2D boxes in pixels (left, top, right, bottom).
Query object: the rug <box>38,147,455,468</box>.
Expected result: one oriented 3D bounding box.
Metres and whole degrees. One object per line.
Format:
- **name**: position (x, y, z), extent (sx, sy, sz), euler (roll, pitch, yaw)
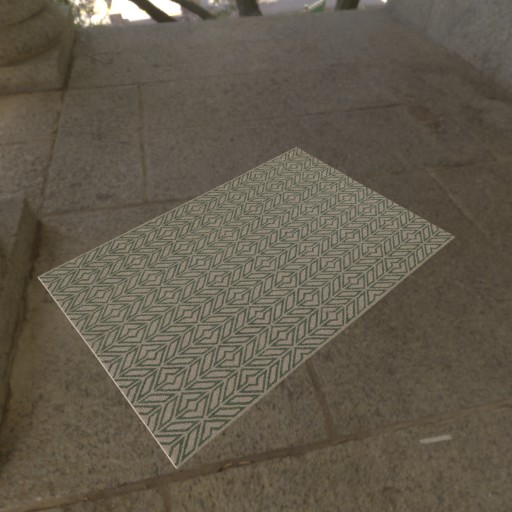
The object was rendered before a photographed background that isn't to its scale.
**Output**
- **rug**: position (0.000, 0.000, 2.316), extent (1.828, 0.007, 1.220), euler (-32, 53, -28)
